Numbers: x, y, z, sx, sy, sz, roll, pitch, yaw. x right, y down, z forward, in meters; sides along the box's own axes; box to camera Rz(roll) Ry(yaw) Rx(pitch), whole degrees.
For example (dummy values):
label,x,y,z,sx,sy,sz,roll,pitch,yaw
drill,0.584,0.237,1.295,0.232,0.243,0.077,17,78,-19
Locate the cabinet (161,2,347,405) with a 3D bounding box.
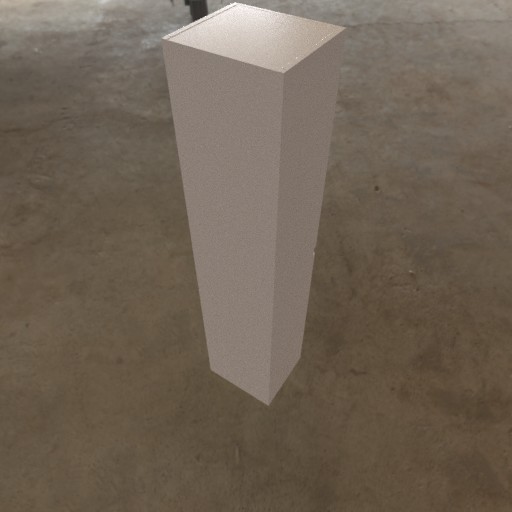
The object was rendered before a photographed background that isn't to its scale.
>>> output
label,x,y,z,sx,sy,sz,roll,pitch,yaw
cabinet,0.000,0.000,1.461,0.300,1.400,0.269,26,52,22
